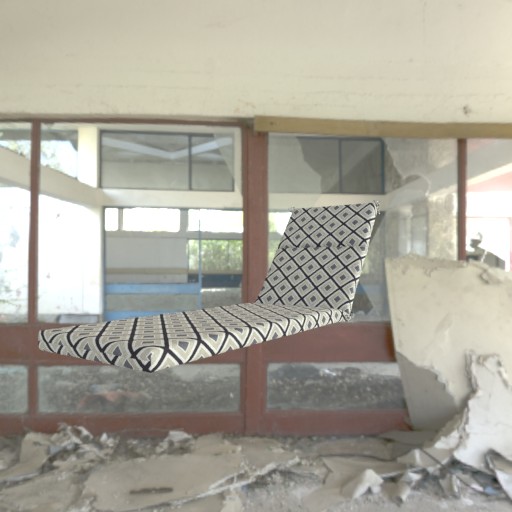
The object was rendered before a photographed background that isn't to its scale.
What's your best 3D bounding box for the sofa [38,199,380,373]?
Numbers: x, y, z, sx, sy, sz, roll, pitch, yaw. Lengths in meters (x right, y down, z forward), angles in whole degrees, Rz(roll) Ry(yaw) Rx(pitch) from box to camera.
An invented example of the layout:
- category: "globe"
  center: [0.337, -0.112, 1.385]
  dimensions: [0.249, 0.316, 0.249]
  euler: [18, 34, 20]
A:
- category: "sofa"
  center: [0.000, 0.000, 1.914]
  dimensions: [0.582, 0.622, 1.663]
  euler: [-1, -1, 34]
